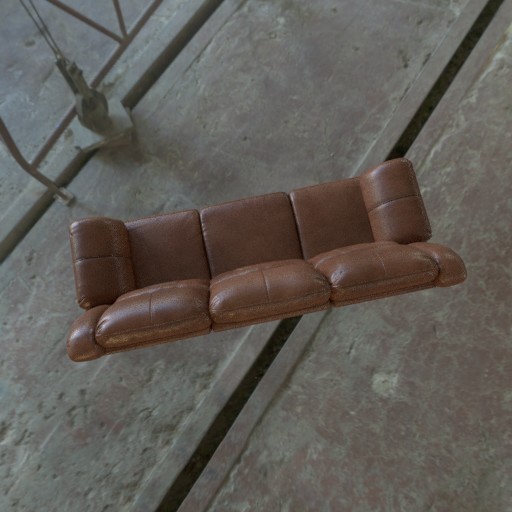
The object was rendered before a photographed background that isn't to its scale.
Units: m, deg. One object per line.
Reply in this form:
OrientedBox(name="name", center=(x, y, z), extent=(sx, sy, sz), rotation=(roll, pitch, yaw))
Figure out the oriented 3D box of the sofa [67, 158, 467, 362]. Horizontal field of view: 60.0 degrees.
OrientedBox(name="sofa", center=(0.000, 0.000, 2.928), extent=(2.337, 1.043, 0.991), rotation=(-11, 75, -3))
